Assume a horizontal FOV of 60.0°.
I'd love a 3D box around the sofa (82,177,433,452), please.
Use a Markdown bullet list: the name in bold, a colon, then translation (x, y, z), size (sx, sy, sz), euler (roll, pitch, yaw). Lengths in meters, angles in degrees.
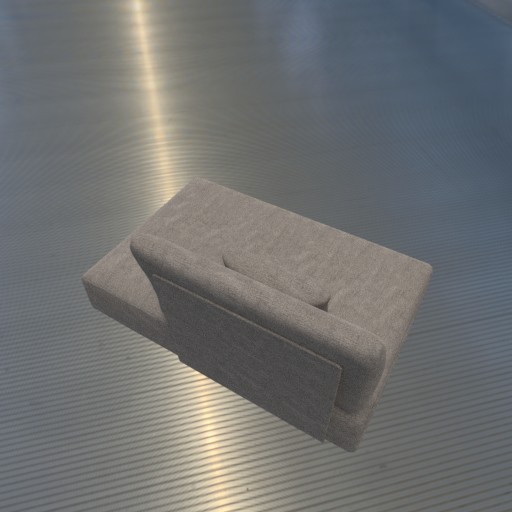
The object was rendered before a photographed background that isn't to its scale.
- **sofa**: translation (0.000, 0.000, 2.017), size (1.450, 0.820, 1.002), euler (23, 51, 21)
